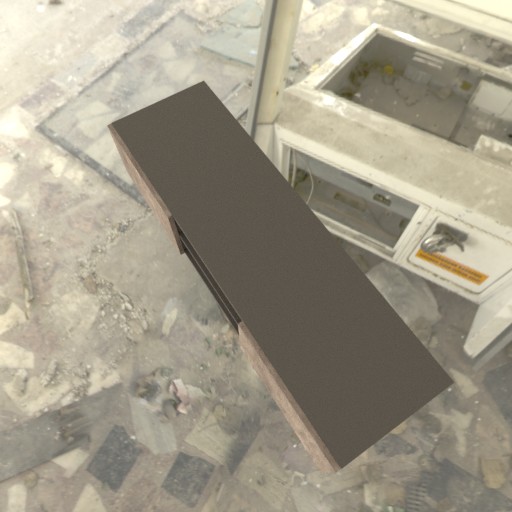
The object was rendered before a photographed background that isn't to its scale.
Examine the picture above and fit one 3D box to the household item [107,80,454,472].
[{"bbox_3d":[0.000,0.000,1.593,0.420,0.310,1.400,-30,68,-14],"label":"household item"}]
